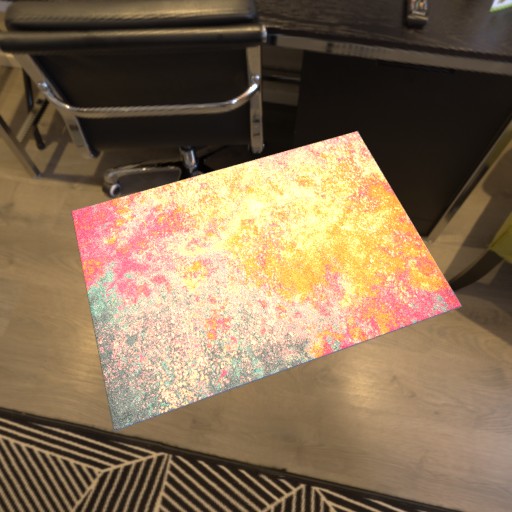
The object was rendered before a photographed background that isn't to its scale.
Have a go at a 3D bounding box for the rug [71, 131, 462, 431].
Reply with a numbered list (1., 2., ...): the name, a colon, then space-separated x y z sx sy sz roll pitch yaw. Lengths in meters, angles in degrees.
1. rug: 0.000 0.000 3.851 2.896 0.013 2.007 -17 64 -9
